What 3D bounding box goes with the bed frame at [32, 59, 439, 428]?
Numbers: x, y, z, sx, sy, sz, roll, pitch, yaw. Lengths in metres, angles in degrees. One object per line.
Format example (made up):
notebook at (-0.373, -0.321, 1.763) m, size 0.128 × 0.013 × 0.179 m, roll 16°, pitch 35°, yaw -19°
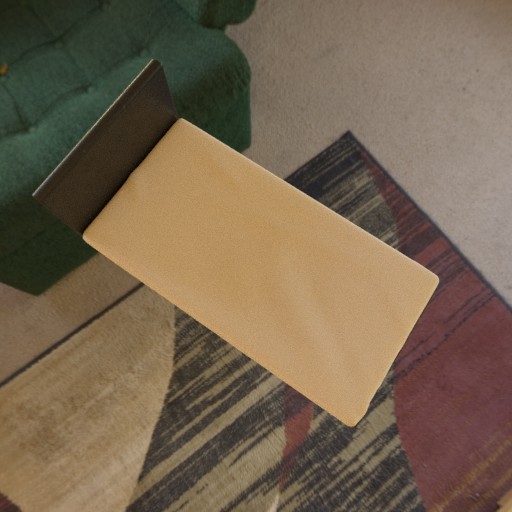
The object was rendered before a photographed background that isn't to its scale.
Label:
bed frame at (0.000, 0.000, 2.571) m, size 2.152 × 1.046 × 1.038 m, roll 33°, pitch 77°, yaw 9°
